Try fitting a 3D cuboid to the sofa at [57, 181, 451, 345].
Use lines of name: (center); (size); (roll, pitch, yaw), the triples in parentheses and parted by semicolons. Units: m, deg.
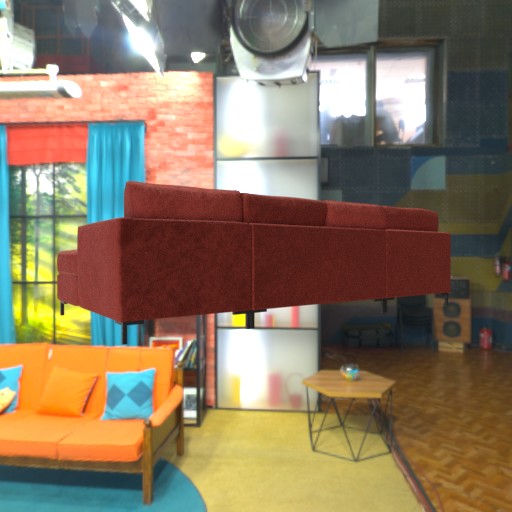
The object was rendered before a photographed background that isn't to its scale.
sofa: (0.000, 0.000, 4.318); (3.434, 0.992, 2.055); (0, 0, -36)
